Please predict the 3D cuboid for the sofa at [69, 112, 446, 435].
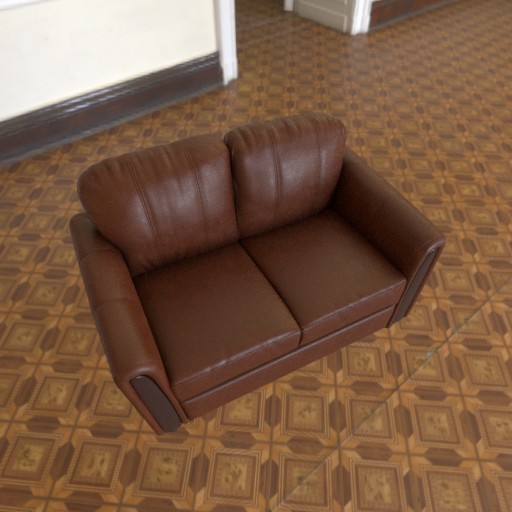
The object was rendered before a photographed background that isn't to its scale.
[{"bbox_3d":[0.000,0.000,1.938,1.406,0.906,0.805,-20,49,-19],"label":"sofa"}]
